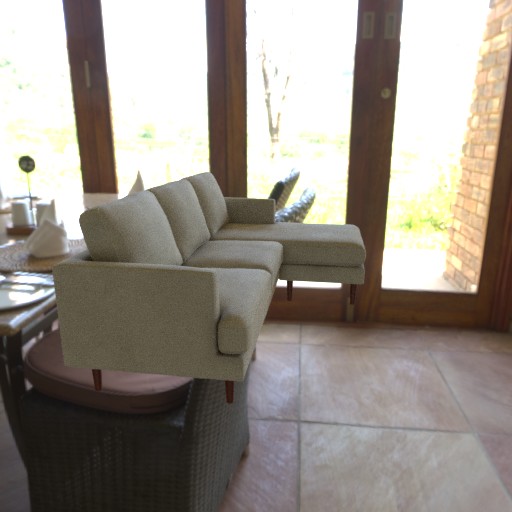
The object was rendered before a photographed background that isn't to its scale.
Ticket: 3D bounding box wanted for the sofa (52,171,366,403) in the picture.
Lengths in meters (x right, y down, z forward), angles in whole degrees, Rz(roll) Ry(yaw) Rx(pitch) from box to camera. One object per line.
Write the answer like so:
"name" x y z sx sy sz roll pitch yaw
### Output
"sofa" 0.000 0.000 2.969 1.504 0.956 2.233 2 16 9
